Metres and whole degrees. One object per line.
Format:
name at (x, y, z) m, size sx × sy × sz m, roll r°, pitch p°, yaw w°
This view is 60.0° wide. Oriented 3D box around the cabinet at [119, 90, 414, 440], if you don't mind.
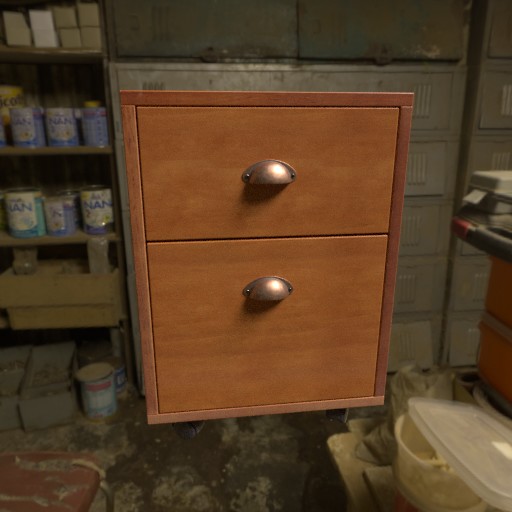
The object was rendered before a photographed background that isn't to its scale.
cabinet at (0.000, 0.000, 0.861) m, size 0.409 × 0.579 × 0.401 m, roll -2°, pitch 17°, yaw -7°
